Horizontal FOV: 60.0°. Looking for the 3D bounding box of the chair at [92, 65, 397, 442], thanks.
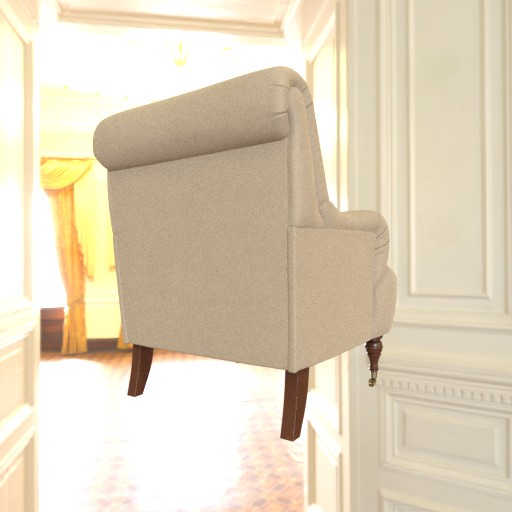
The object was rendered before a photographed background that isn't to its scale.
[{"bbox_3d":[0.000,0.000,1.547,0.766,0.942,0.842,0,0,36],"label":"chair"}]
